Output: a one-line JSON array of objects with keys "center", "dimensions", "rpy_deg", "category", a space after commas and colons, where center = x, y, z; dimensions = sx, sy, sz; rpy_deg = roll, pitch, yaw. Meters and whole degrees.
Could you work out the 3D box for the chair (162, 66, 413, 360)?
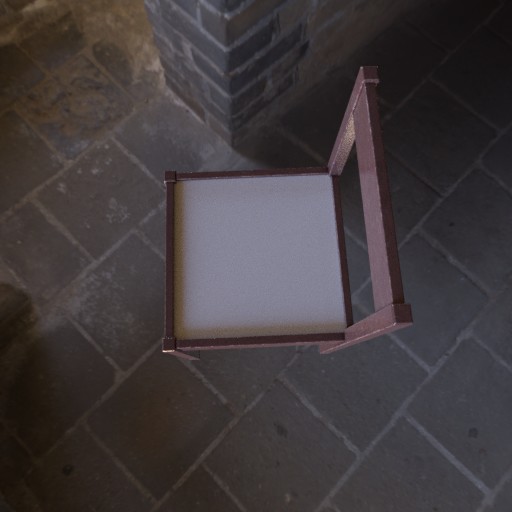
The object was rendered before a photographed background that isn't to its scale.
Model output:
[{"center": [0.000, 0.000, 0.691], "dimensions": [0.285, 0.505, 0.285], "rpy_deg": [-3, 75, -1], "category": "chair"}]
